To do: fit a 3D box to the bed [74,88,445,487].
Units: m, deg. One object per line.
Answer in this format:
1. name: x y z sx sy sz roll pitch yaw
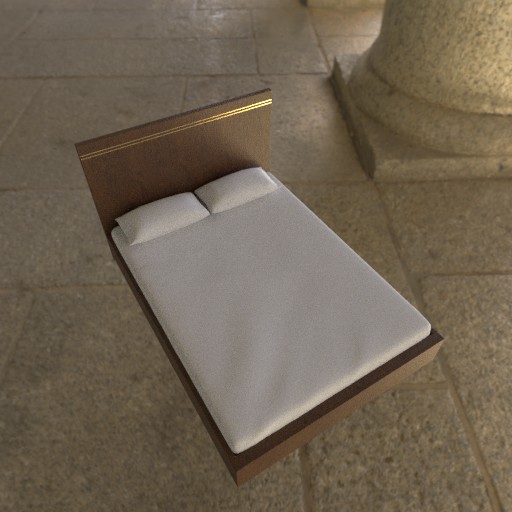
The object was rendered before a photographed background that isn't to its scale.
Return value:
1. bed: 0.000 0.000 3.152 1.613 1.169 2.221 -24 51 -21
